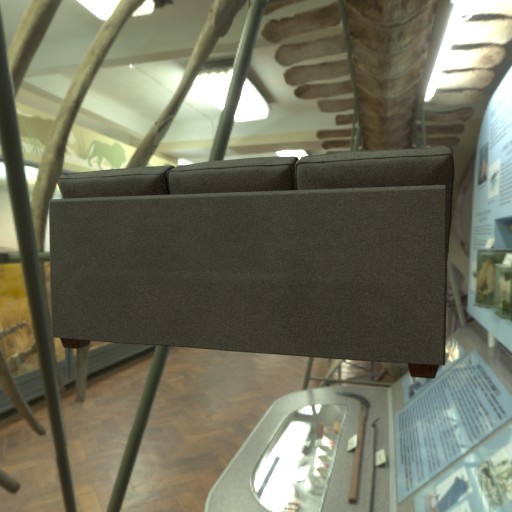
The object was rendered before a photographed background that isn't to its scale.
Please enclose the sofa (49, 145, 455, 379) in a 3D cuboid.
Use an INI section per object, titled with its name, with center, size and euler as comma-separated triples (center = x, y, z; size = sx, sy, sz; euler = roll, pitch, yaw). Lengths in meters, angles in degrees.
[sofa]
center = 0.000, 0.000, 2.504
size = 1.962, 0.973, 1.027
euler = 0, 1, 17
